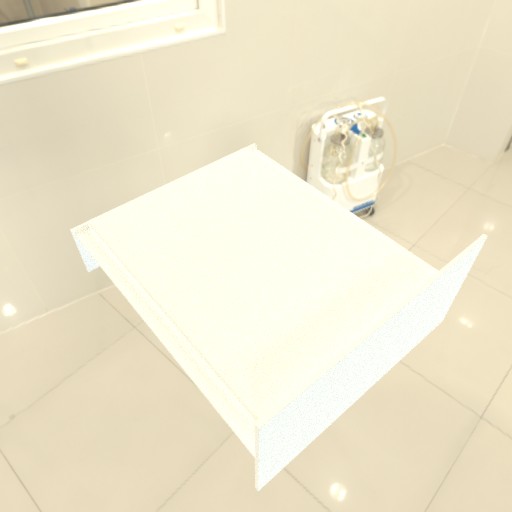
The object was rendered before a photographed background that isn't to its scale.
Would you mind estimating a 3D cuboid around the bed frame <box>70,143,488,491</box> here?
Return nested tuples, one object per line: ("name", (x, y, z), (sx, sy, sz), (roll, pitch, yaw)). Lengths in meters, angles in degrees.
("bed frame", (0.000, 0.000, 2.840), (1.622, 0.800, 1.960), (-32, 54, -26))
